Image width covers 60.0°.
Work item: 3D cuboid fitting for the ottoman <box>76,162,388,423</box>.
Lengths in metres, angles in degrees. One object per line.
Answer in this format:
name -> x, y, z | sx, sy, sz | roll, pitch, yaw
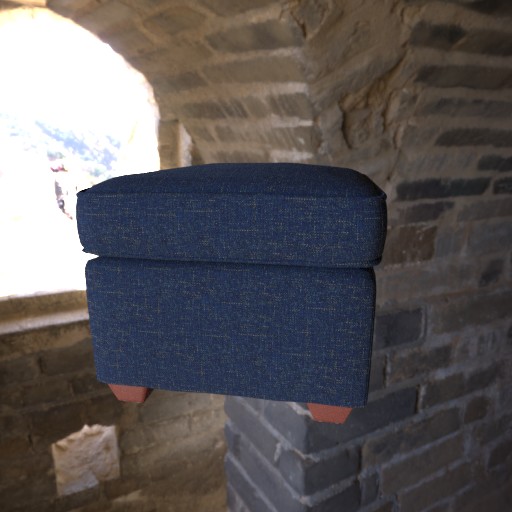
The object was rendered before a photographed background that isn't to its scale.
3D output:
ottoman -> 0.000, 0.000, 1.096 | 0.549, 0.450, 0.749 | 2, 14, 10
